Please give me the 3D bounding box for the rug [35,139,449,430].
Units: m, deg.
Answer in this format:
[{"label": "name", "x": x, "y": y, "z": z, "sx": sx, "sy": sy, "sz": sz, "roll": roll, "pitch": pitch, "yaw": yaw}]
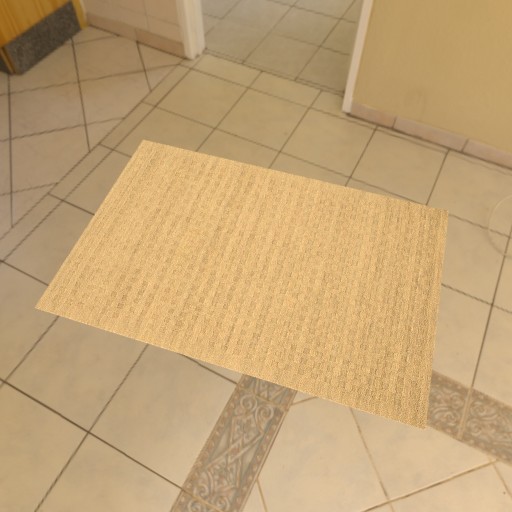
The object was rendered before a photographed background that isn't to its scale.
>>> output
[{"label": "rug", "x": 0.000, "y": 0.000, "z": 2.171, "sx": 1.752, "sy": 0.006, "sz": 1.142, "roll": 15, "pitch": 59, "yaw": 9}]
